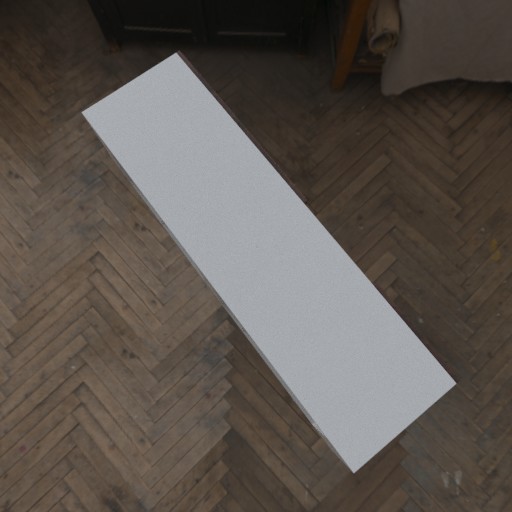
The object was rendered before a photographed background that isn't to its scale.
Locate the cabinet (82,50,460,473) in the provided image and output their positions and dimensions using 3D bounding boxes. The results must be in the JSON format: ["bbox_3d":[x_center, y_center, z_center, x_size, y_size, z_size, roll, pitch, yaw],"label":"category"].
[{"bbox_3d":[0.000,0.000,1.734,0.431,0.533,1.499,-37,78,-9],"label":"cabinet"}]
